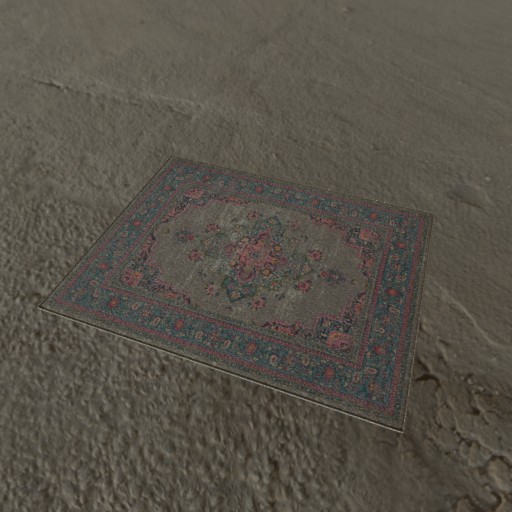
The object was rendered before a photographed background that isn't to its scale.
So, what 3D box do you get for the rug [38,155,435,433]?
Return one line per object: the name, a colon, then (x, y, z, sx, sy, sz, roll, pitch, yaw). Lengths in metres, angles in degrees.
rug: (0.000, 0.000, 4.172, 3.057, 0.013, 2.434, 15, 48, 14)
